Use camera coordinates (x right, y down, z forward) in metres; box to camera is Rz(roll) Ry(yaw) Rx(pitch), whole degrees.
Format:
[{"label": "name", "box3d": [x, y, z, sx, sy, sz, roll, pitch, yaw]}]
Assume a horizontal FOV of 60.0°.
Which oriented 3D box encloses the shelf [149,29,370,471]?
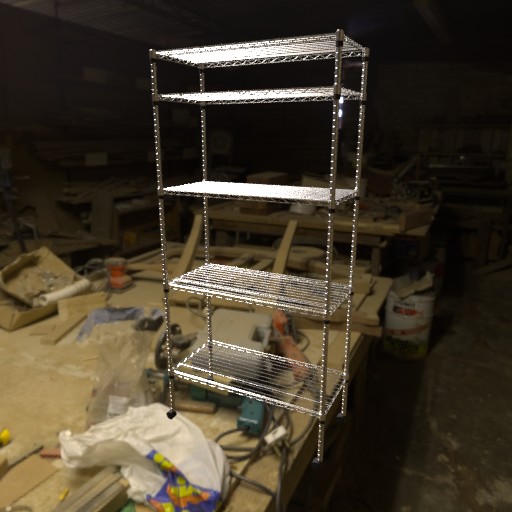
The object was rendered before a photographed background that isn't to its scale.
[{"label": "shelf", "box3d": [0.000, 0.000, 1.852, 0.762, 1.587, 0.356, 8, 17, 26]}]
